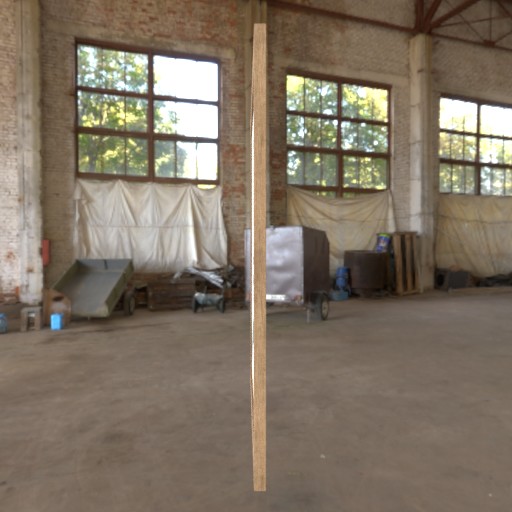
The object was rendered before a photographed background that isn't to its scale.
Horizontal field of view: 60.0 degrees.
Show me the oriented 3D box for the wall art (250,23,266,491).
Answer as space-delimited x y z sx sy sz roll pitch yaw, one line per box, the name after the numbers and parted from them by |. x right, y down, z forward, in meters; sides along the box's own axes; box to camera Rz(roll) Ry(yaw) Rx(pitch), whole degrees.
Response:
0.000 0.000 0.917 0.018 0.686 0.534 0 1 -1 | wall art
